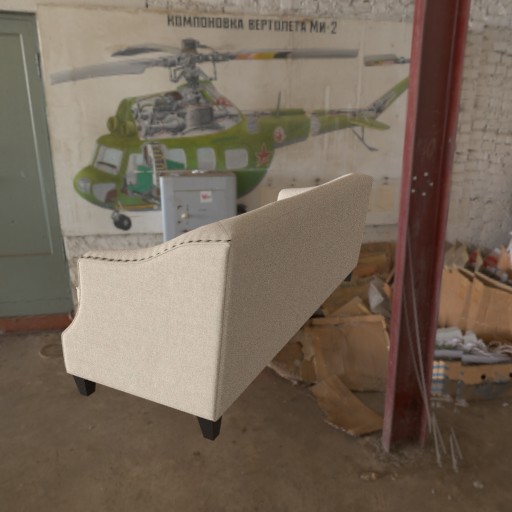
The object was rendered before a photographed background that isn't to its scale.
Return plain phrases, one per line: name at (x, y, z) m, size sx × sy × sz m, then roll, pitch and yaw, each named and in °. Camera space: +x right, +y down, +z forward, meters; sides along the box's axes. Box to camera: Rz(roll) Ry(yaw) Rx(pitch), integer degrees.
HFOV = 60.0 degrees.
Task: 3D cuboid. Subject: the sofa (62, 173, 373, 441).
sofa at (0.000, 0.000, 2.741) m, size 0.914 × 0.901 × 2.235 m, roll 8°, pitch 18°, yaw 25°
